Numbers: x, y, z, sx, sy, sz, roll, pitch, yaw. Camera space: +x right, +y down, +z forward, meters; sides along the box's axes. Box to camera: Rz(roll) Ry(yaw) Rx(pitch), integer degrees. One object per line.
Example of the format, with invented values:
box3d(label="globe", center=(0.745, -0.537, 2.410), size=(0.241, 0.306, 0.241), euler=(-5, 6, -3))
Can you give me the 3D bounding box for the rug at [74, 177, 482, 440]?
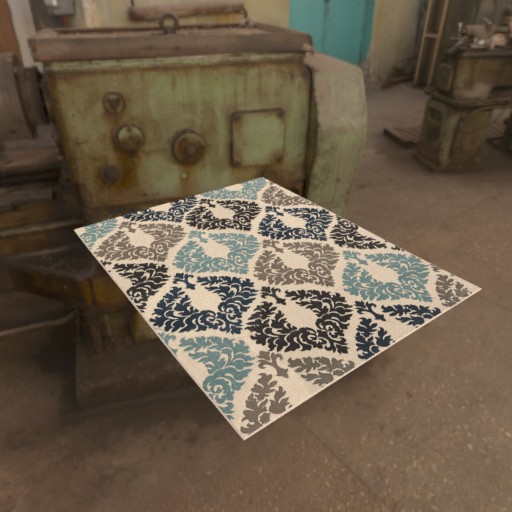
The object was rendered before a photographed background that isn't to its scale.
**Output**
box3d(label="rug", center=(0.000, 0.000, 4.107), size=(2.423, 0.014, 3.040), euler=(-21, 38, -30))
